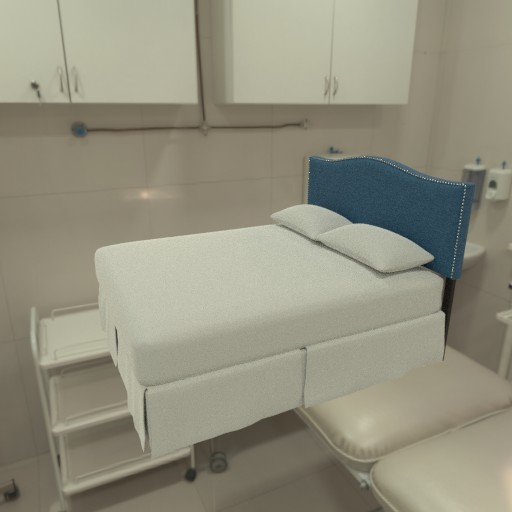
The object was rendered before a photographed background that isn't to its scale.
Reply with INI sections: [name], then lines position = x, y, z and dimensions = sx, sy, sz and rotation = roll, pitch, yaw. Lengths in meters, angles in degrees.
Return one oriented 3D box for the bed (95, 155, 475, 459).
[bed]
position = 0.000, 0.000, 2.835
dimensions = 1.872, 1.169, 1.610
rotation = -9, 21, -24
